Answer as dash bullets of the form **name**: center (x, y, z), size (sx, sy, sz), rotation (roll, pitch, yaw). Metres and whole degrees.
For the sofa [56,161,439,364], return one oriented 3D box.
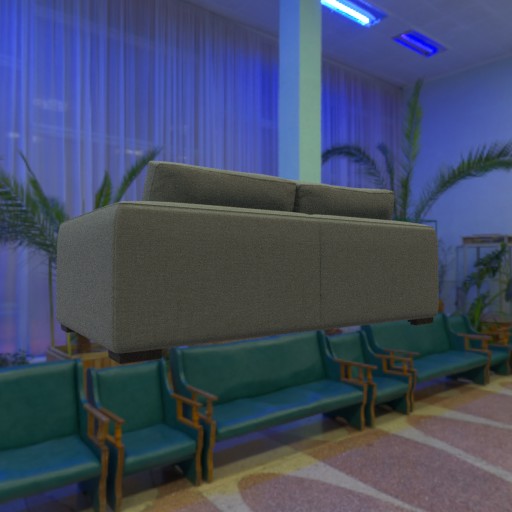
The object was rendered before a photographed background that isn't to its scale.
- **sofa**: center (0.000, 0.000, 2.496), size (1.920, 0.800, 1.069), rotation (1, -1, -35)
